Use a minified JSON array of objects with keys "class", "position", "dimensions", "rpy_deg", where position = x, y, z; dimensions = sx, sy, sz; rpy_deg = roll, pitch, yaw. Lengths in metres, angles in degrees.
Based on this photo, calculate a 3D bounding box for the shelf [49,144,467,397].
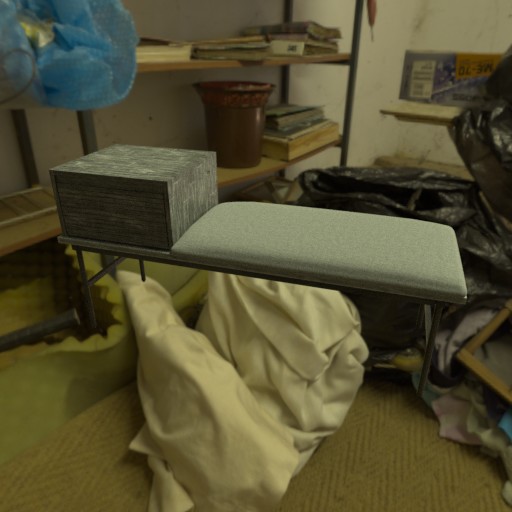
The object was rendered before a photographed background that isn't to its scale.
[{"class":"shelf","position":[0.000,0.000,1.607],"dimensions":[1.342,0.633,0.457],"rpy_deg":[8,28,16]}]
